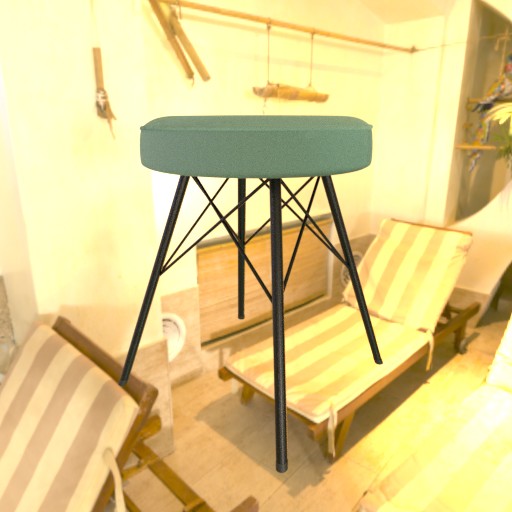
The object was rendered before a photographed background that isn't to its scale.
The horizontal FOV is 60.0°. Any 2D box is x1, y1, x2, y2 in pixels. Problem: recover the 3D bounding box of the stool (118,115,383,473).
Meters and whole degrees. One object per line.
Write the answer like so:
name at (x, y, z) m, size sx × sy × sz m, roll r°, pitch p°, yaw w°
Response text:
stool at (0.000, 0.000, 0.862) m, size 0.458 × 0.519 × 0.457 m, roll -16°, pitch 23°, yaw -42°
